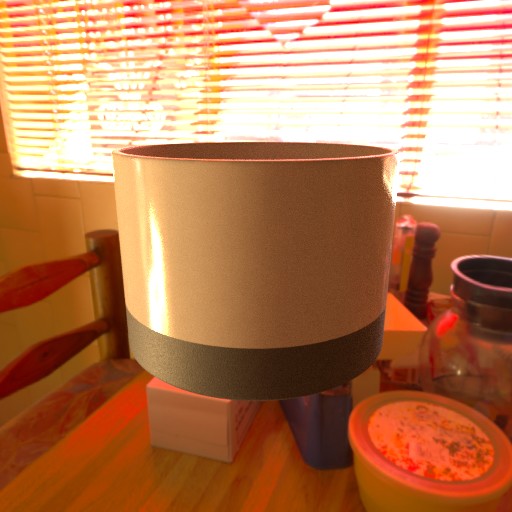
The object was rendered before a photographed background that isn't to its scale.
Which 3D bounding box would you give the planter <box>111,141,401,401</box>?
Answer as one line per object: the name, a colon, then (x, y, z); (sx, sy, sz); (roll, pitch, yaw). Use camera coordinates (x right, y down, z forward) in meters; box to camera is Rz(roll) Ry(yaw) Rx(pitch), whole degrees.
planter: (0.000, 0.000, 0.221); (0.128, 0.105, 0.128); (0, 17, 0)
